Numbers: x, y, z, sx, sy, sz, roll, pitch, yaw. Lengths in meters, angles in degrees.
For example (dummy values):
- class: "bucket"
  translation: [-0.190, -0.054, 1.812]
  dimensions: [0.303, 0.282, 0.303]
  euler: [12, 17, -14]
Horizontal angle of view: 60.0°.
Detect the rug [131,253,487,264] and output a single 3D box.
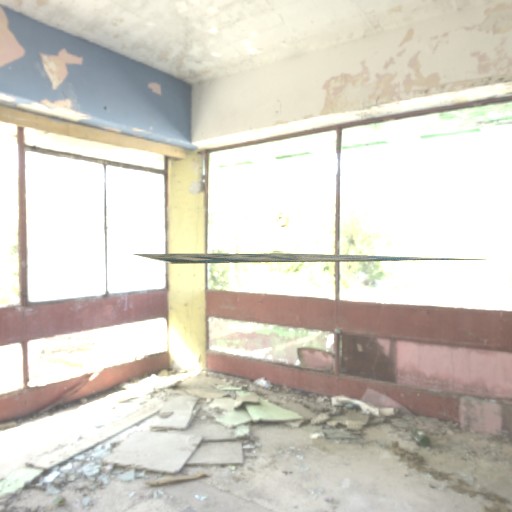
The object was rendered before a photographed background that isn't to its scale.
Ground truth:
- class: "rug"
  translation: [0.000, 0.000, 2.998]
  dimensions: [1.507, 0.007, 2.433]
  euler: [0, 1, -19]
